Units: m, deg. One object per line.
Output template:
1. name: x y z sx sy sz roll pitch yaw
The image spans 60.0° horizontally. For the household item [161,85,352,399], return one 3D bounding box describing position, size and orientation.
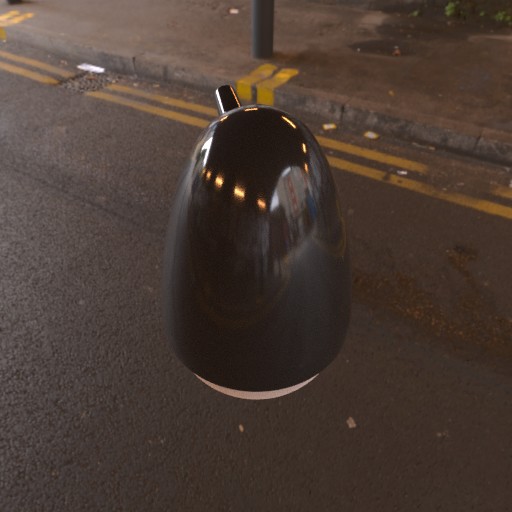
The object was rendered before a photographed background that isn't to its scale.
1. household item: 0.000 0.000 0.221 0.102 0.152 0.104 -12 43 -13
